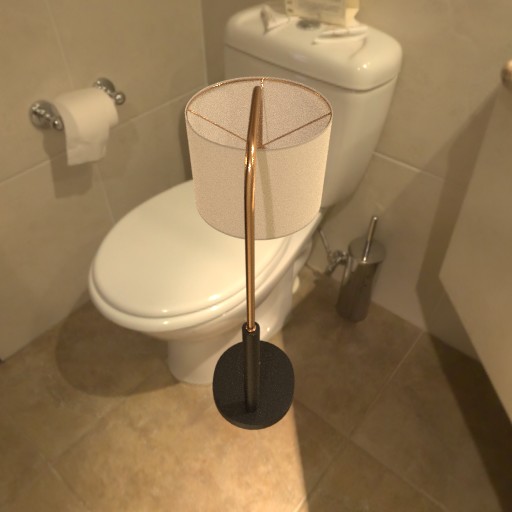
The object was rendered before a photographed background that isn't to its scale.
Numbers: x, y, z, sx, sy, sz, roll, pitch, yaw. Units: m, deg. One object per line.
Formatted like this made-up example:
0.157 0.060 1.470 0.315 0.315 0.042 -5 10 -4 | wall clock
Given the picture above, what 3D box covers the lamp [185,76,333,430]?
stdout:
0.000 0.000 0.709 0.199 0.540 0.337 2 46 2 | lamp
